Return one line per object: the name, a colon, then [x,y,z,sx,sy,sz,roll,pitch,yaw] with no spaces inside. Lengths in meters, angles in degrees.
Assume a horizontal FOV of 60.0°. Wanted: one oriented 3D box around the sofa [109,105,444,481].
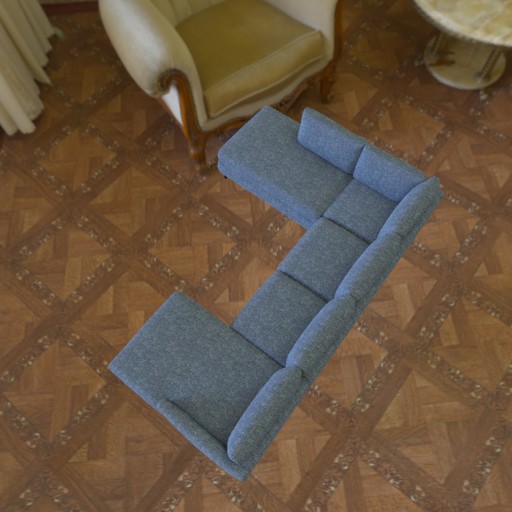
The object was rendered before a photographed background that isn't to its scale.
sofa: [0.000,0.000,3.584,1.879,0.756,2.737,35,68,16]
